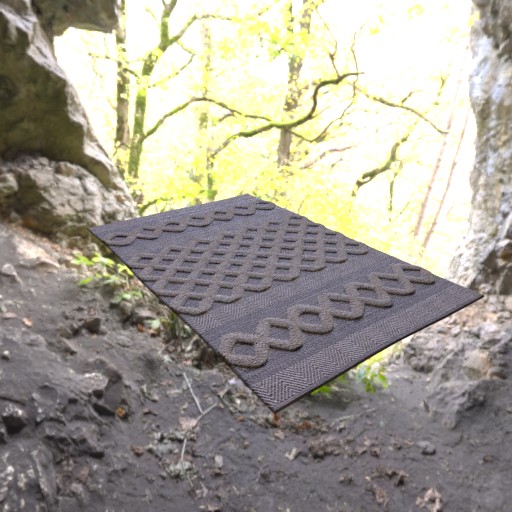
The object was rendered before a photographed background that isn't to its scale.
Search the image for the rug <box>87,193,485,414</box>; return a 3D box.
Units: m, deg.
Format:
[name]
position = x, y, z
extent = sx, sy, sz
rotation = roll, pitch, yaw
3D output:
[rug]
position = 0.000, 0.000, 2.947
extent = 1.513, 0.033, 2.333
rotation = -17, 31, -32
